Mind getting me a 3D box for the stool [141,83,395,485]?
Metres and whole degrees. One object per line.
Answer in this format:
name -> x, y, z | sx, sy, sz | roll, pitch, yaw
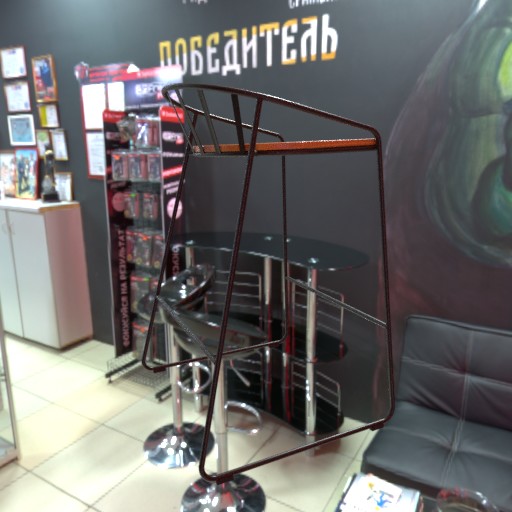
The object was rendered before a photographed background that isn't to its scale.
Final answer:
stool -> 0.000, 0.000, 1.157 | 0.521, 0.812, 0.546 | -6, 15, -26
